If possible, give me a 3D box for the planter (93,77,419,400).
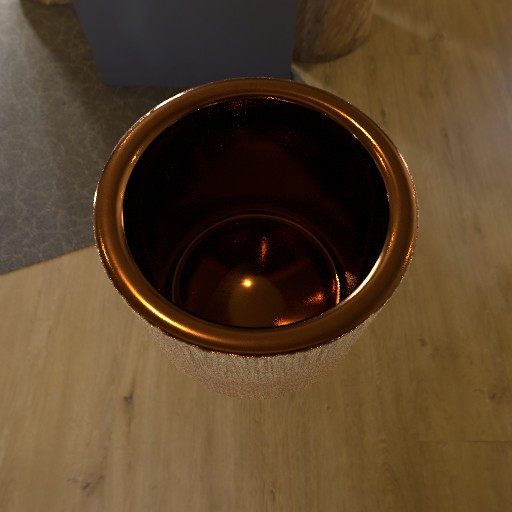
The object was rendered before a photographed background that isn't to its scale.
[{"bbox_3d":[0.000,0.000,0.308,0.177,0.157,0.177,0,65,0],"label":"planter"}]
